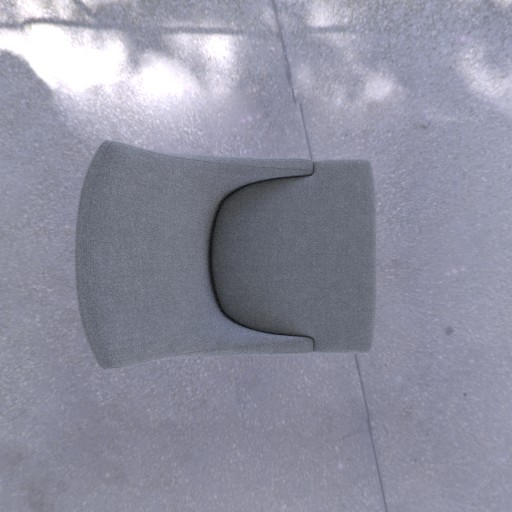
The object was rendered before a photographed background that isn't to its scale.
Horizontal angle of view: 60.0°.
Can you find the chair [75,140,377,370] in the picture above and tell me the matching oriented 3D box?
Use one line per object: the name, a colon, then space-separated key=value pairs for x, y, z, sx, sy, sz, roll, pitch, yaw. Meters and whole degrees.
chair: x=0.000 y=0.000 z=1.484 sx=0.861 sy=0.909 sz=0.701 roll=0 pitch=90 yaw=0
